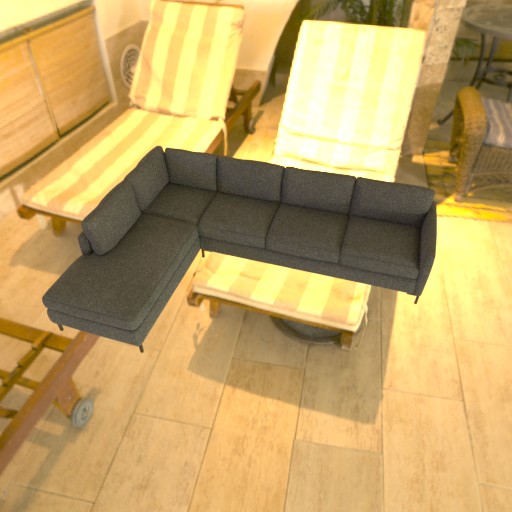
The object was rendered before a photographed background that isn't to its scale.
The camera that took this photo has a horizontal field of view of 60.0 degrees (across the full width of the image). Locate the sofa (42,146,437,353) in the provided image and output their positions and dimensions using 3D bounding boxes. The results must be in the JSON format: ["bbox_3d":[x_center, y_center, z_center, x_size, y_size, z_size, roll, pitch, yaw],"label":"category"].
[{"bbox_3d":[0.000,0.000,3.848,2.949,0.815,2.007,12,43,13],"label":"sofa"}]
